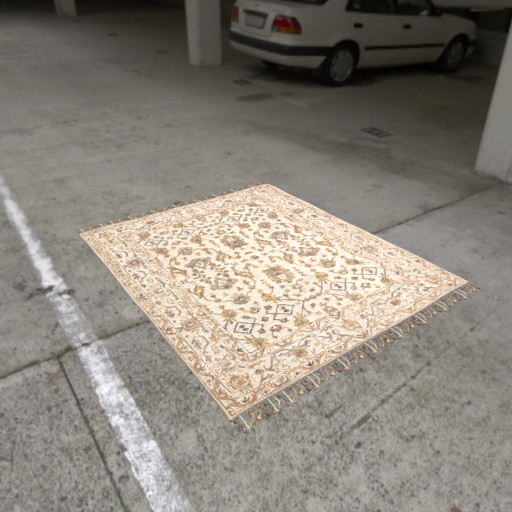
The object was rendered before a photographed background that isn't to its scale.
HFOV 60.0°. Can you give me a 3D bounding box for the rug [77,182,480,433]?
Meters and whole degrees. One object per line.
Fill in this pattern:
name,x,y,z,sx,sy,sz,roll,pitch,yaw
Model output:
rug,0.000,0.000,4.125,2.426,0.034,3.061,-20,36,-30
